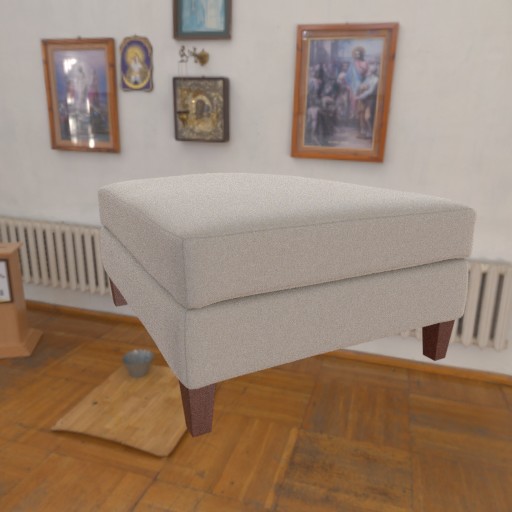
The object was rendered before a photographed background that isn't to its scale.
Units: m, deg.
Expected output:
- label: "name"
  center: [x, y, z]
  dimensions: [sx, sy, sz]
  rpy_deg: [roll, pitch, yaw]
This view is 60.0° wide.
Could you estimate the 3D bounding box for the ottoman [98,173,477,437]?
- label: "ottoman"
  center: [0.000, 0.000, 1.429]
  dimensions: [0.836, 0.492, 0.976]
  rpy_deg: [-8, 17, -27]
